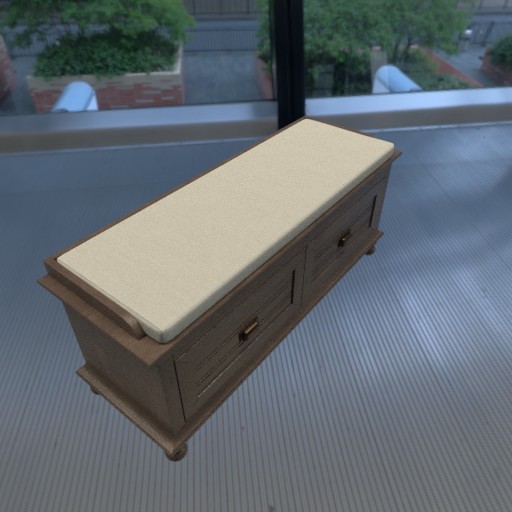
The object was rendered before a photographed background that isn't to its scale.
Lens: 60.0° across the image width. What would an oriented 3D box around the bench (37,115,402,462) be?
[{"bbox_3d":[0.000,0.000,1.450,0.402,0.501,1.185,26,46,29],"label":"bench"}]
